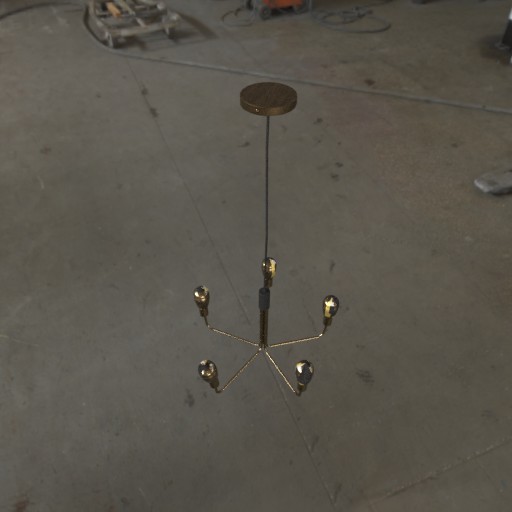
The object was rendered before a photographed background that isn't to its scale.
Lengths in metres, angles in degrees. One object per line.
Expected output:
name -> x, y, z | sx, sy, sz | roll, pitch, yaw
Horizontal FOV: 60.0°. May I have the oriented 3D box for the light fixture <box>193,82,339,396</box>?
light fixture -> 0.000, 0.000, 1.406 | 0.532, 1.059, 0.588 | 17, 47, 16
